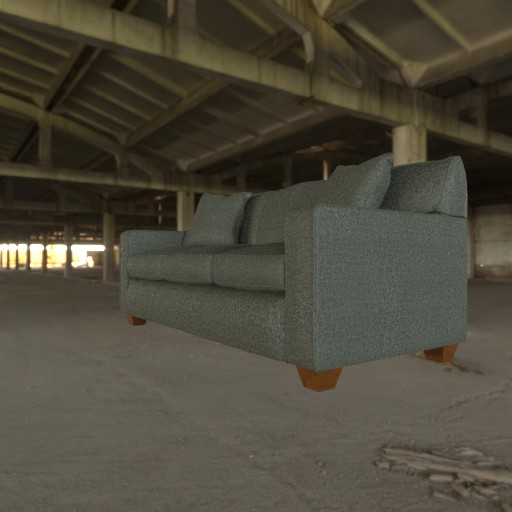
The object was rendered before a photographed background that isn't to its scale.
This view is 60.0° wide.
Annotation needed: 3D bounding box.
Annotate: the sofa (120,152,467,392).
[{"bbox_3d":[0.000,0.000,2.560,0.997,0.958,2.024,0,0,-35],"label":"sofa"}]
